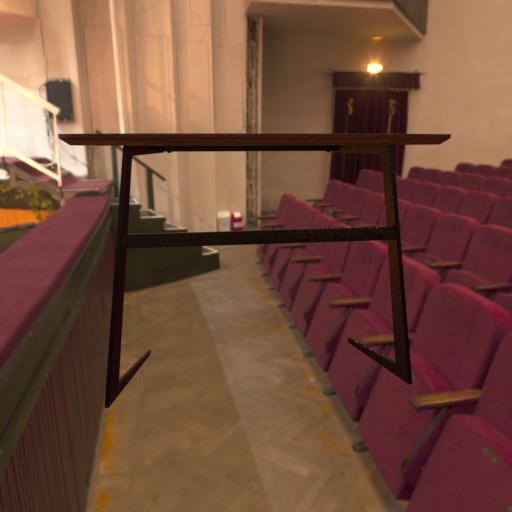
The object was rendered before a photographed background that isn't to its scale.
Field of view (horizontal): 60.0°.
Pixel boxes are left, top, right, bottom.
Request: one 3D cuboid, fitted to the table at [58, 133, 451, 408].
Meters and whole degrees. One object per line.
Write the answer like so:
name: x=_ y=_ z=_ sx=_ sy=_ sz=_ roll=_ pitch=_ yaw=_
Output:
table: x=0.000 y=0.000 z=1.086 sx=0.804 sy=0.576 sz=0.361 roll=-2 pitch=15 yaw=-8
